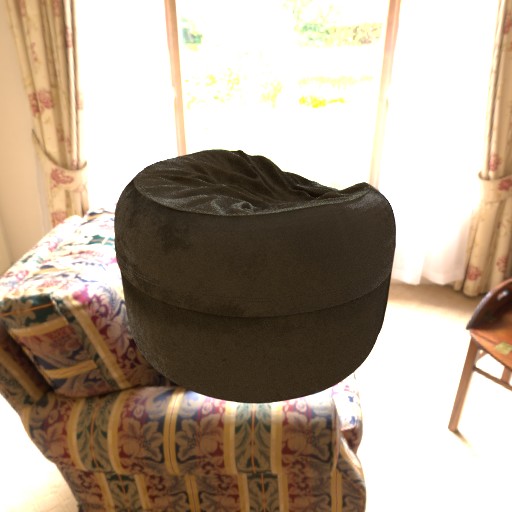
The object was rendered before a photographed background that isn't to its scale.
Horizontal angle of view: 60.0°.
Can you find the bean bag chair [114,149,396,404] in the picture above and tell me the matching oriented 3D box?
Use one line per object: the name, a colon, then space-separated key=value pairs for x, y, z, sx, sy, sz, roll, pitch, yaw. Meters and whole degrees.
bean bag chair: x=0.000 y=0.000 z=1.525 sx=0.918 sy=0.605 sz=0.918 roll=0 pitch=26 yaw=0
